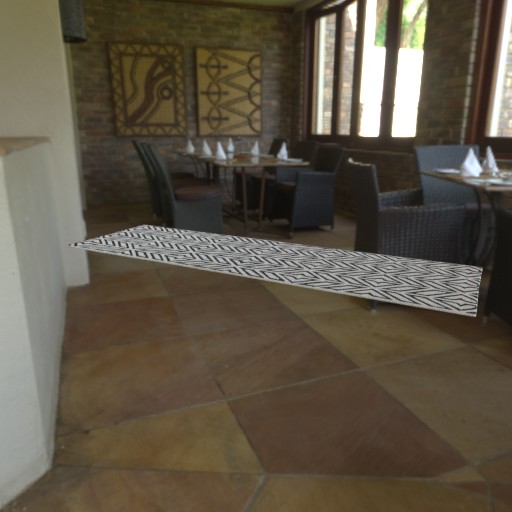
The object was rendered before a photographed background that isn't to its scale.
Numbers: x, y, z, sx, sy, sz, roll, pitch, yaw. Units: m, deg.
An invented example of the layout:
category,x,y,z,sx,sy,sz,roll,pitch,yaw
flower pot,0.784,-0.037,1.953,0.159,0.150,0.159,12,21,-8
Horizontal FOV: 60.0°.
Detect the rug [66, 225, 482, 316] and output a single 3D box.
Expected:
category,x,y,z,sx,sy,sz,roll,pitch,yaw
rug,0.000,0.000,2.681,2.435,0.009,0.750,8,18,27
